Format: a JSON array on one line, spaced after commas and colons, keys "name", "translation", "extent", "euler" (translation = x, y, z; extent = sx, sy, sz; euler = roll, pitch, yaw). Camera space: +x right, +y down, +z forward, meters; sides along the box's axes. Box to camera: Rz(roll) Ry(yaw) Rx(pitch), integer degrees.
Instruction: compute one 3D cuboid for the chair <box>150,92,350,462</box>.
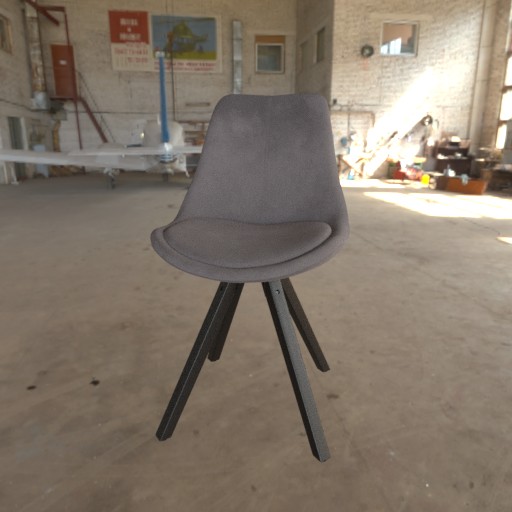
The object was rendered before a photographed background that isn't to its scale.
[{"name": "chair", "translation": [0.000, 0.000, 1.163], "extent": [0.476, 0.850, 0.550], "euler": [3, 15, 10]}]
